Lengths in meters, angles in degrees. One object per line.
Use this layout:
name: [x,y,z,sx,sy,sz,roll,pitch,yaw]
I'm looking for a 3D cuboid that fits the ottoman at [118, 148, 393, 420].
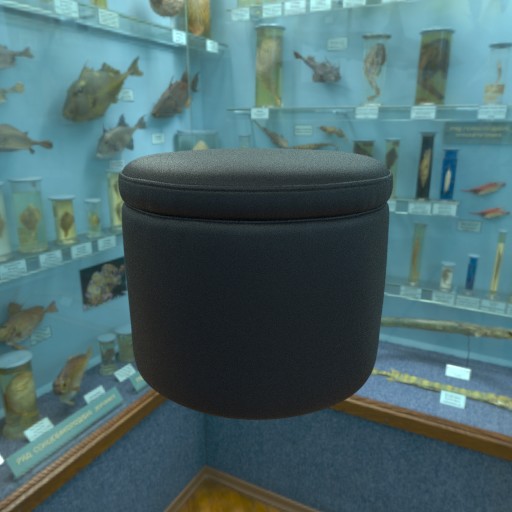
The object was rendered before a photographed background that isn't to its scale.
ottoman: [0.000,0.000,0.884,0.501,0.409,0.501,0,16,0]
